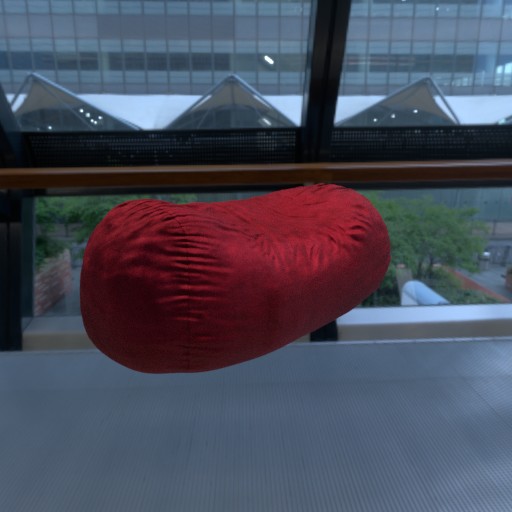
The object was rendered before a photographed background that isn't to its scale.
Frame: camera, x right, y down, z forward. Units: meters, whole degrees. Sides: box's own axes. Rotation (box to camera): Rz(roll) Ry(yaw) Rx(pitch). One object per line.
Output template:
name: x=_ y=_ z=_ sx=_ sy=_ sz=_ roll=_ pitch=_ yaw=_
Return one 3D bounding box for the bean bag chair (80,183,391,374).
bean bag chair: x=0.000 y=0.000 z=2.924 sx=1.216 sy=0.867 sz=2.293 roll=12 pitch=18 yaw=41
